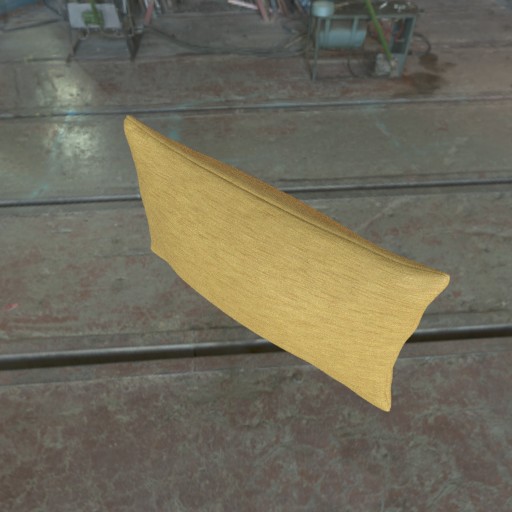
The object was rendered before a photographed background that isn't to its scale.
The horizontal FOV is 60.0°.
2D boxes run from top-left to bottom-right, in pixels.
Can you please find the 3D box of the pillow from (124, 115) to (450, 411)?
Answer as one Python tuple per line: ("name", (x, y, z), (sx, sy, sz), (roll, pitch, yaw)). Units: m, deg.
("pillow", (0.000, 0.000, 0.807), (0.634, 0.354, 0.210), (31, 53, 27))
